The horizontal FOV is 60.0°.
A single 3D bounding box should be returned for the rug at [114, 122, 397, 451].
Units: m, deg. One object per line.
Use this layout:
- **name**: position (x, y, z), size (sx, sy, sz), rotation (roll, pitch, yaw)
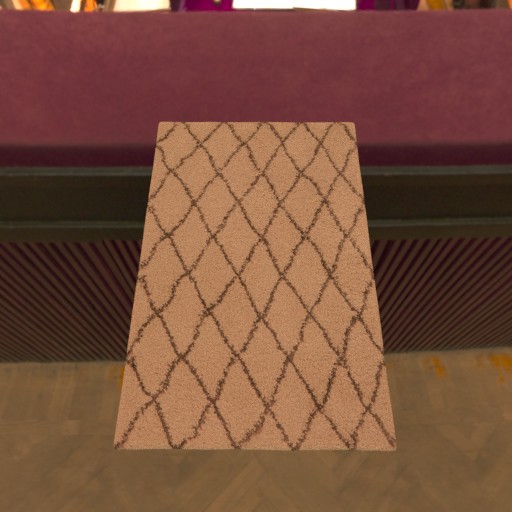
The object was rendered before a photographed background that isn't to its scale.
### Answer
- **rug**: position (0.000, 0.000, 3.409), size (1.778, 0.030, 2.743), rotation (0, 62, 0)
